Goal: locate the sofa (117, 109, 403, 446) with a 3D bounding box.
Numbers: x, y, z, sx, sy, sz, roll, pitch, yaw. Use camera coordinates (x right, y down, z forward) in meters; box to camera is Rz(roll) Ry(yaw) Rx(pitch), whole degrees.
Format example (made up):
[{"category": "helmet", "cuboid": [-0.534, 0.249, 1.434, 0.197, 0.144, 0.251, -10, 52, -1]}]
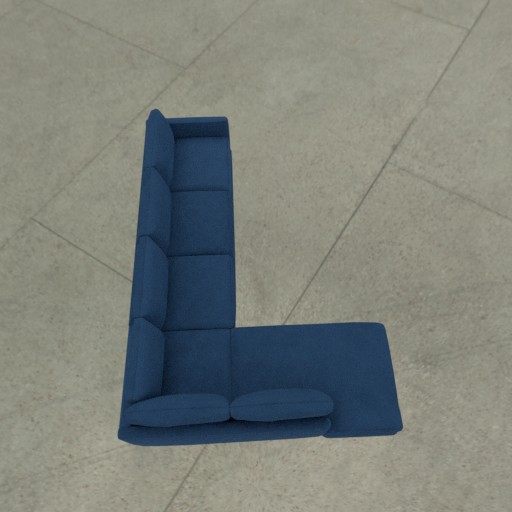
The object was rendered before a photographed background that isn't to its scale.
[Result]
[{"category": "sofa", "cuboid": [0.000, 0.000, 3.825, 2.007, 0.815, 2.949, -3, 62, -1]}]
